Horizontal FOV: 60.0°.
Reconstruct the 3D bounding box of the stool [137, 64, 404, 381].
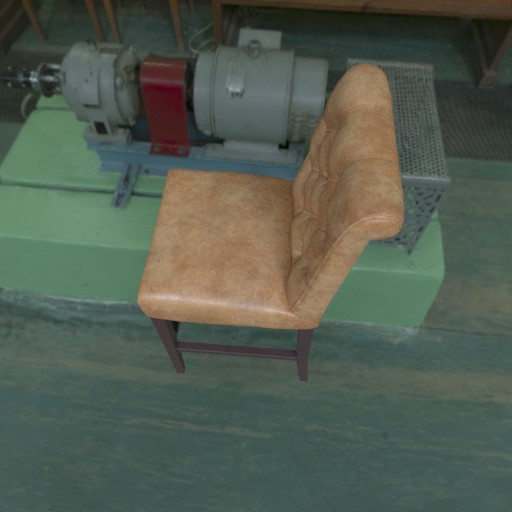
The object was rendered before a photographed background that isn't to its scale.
[{"bbox_3d":[0.000,0.000,1.364,0.601,1.047,0.493,4,58,2],"label":"stool"}]
